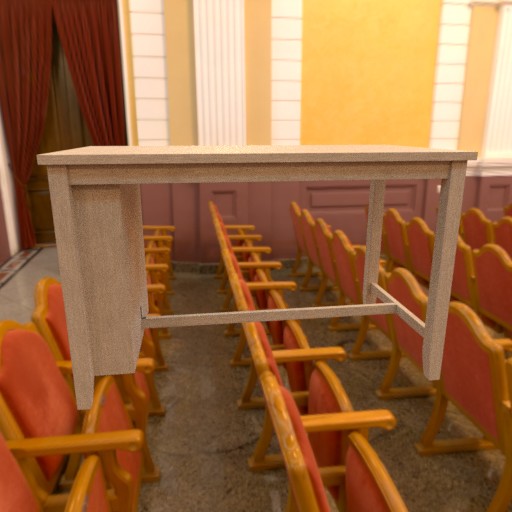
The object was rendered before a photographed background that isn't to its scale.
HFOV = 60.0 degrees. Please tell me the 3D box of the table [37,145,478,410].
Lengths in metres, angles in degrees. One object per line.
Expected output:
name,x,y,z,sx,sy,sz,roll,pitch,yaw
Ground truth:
table,0.000,0.000,1.853,1.397,0.874,0.729,-2,16,-8
